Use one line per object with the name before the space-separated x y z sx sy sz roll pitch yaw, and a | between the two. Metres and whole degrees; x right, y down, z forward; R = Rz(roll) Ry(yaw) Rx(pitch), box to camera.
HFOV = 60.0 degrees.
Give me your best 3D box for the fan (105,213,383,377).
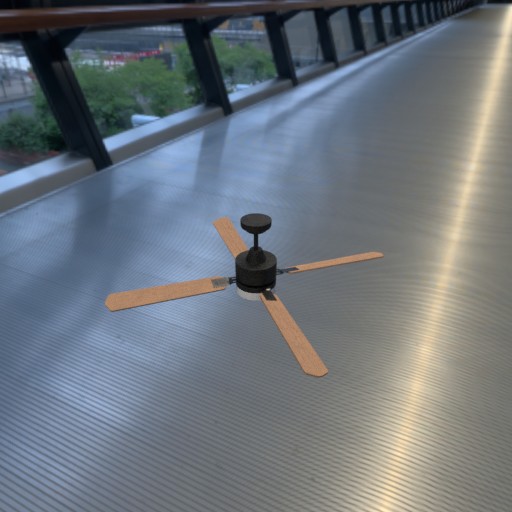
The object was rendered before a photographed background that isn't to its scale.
fan | 0.000 0.000 1.968 1.320 0.355 1.320 -10 31 -16
